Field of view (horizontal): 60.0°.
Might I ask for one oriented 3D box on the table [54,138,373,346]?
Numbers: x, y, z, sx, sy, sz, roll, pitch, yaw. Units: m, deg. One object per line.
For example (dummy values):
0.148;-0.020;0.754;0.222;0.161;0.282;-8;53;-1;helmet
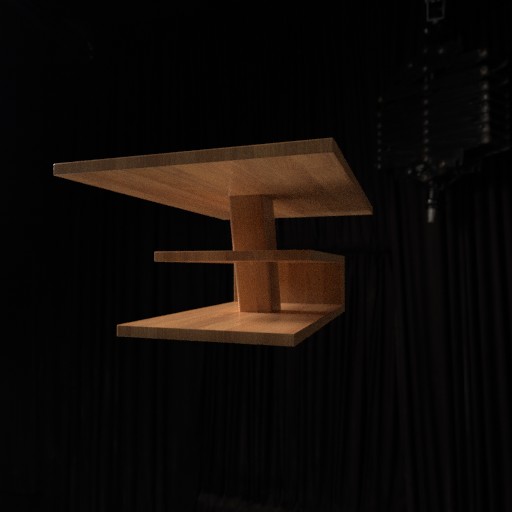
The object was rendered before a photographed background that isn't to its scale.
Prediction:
0.000;0.000;1.515;0.700;0.442;1.100;0;-2;19;table
